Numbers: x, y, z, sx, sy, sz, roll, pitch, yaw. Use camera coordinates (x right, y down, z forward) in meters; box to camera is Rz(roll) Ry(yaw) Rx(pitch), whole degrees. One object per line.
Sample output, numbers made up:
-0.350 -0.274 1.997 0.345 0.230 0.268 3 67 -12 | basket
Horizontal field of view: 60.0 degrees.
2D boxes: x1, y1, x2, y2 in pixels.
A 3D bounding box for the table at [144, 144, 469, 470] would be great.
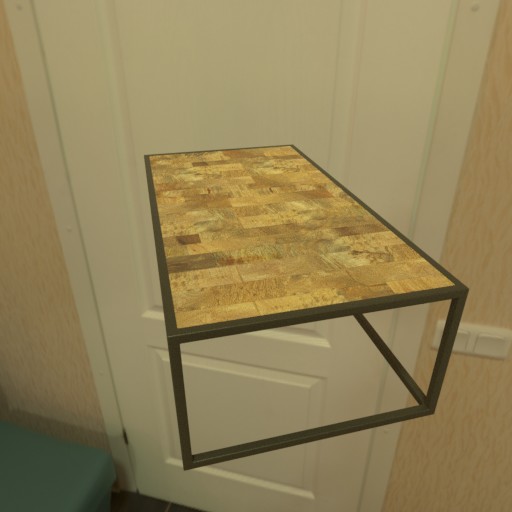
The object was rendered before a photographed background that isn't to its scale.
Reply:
0.000 0.000 1.494 0.649 0.398 1.199 -7 30 -13 | table
